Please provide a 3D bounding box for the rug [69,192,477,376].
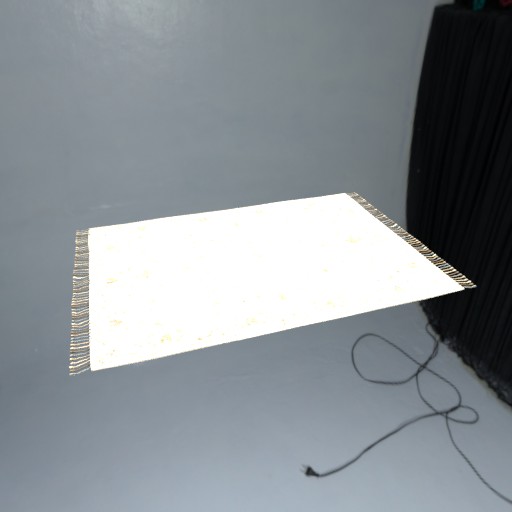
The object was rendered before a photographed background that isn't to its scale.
[{"bbox_3d":[0.000,0.000,2.384,1.861,0.017,1.218,-10,33,-15],"label":"rug"}]
